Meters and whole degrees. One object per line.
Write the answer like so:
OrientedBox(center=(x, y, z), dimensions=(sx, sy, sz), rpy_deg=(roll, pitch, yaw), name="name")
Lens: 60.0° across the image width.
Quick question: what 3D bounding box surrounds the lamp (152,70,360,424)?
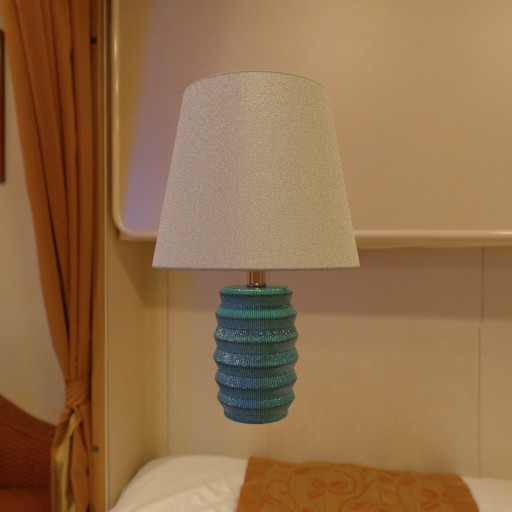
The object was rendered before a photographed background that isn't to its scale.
OrientedBox(center=(0.000, 0.000, 0.556), dimensions=(0.254, 0.392, 0.254), rpy_deg=(0, 1, 0), name="lamp")
